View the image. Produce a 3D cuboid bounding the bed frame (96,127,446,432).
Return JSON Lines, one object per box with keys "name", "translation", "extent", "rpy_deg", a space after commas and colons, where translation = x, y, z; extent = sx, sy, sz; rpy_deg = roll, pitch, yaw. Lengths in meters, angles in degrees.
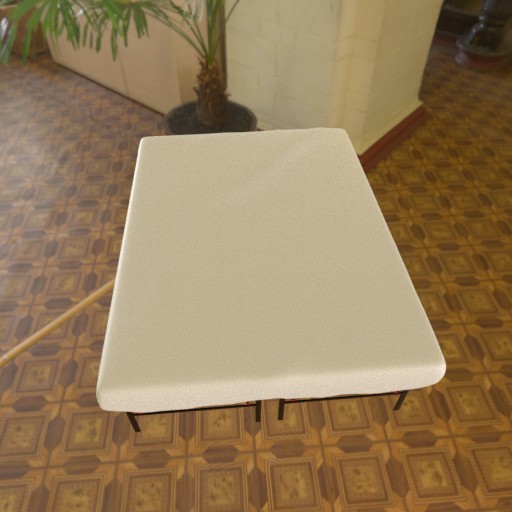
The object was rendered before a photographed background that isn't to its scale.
{"name": "bed frame", "translation": [0.000, 0.000, 2.855], "extent": [1.584, 0.667, 2.151], "rpy_deg": [-4, 46, -3]}
